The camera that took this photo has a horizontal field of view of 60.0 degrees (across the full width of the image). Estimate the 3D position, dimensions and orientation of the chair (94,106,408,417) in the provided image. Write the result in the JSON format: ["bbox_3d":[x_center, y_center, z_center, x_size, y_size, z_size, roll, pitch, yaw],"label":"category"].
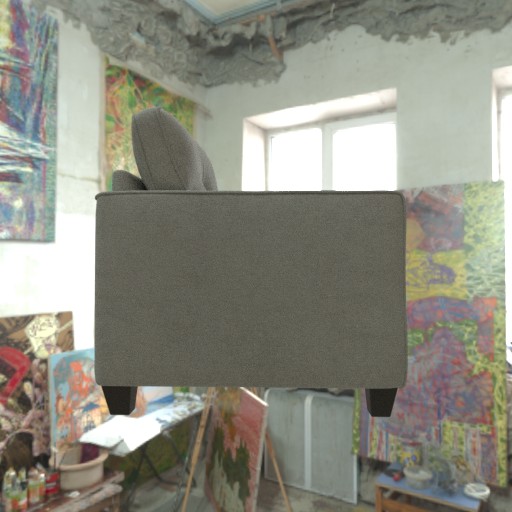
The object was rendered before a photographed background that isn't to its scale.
[{"bbox_3d":[0.000,0.000,1.776,0.939,0.965,1.015,0,-1,2],"label":"chair"}]
